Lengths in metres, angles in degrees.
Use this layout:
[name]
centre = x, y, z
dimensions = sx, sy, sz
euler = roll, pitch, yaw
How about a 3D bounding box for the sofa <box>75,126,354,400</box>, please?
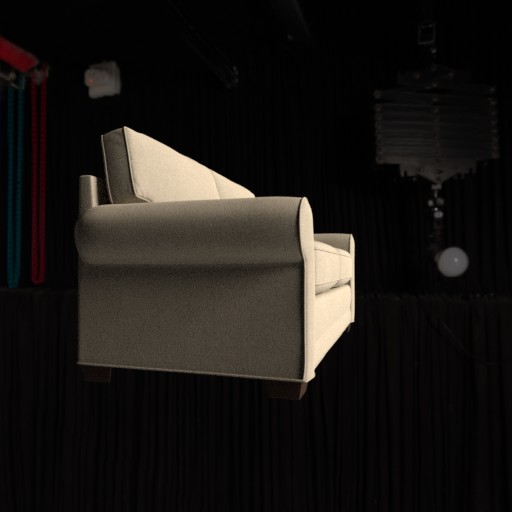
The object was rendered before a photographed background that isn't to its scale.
[sofa]
centre = 0.000, 0.000, 2.254
dimensions = 0.861, 0.933, 1.774
euler = 0, -2, 17
